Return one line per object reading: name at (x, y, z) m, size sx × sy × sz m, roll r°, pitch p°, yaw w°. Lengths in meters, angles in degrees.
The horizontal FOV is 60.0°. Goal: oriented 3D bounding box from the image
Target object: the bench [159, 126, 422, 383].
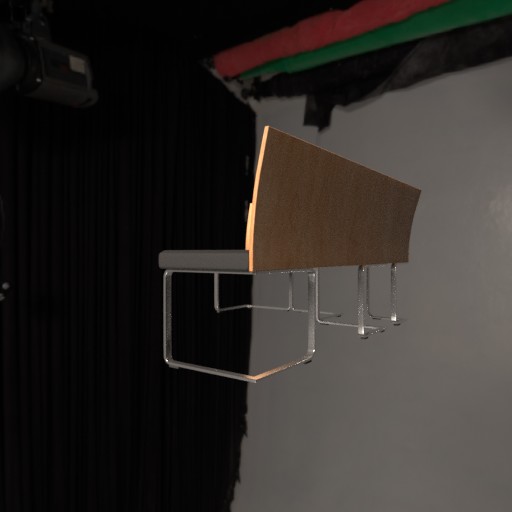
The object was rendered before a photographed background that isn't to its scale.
bench at (0.000, 0.000, 2.782) m, size 1.495 × 0.930 × 1.945 m, roll 0°, pitch 0°, yaw 35°
